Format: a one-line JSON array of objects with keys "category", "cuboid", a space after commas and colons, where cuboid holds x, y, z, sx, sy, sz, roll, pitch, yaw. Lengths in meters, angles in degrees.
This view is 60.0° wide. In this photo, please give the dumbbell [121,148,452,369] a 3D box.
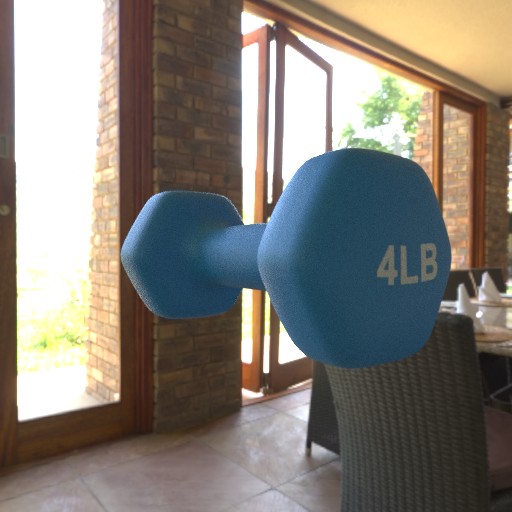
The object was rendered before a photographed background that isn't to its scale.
[{"category": "dumbbell", "cuboid": [0.000, 0.000, 0.190, 0.074, 0.066, 0.152, -1, 1, -36]}]
